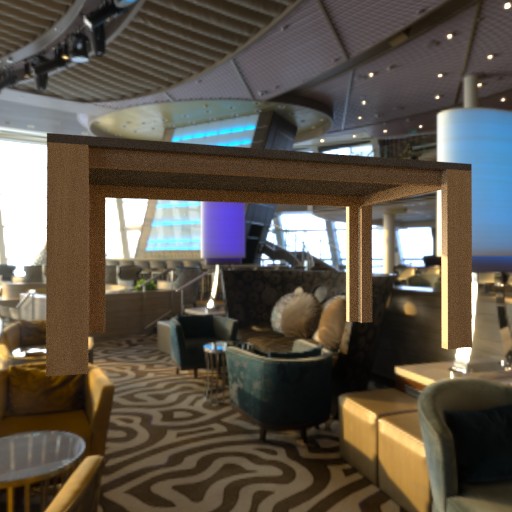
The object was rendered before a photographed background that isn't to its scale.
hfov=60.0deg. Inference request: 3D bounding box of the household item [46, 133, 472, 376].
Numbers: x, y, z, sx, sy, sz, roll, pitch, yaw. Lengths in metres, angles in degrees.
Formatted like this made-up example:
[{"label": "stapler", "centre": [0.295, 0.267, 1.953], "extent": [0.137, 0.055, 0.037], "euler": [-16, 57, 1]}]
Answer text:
[{"label": "household item", "centre": [0.000, 0.000, 2.005], "extent": [1.600, 0.755, 0.850], "euler": [0, 0, -16]}]
